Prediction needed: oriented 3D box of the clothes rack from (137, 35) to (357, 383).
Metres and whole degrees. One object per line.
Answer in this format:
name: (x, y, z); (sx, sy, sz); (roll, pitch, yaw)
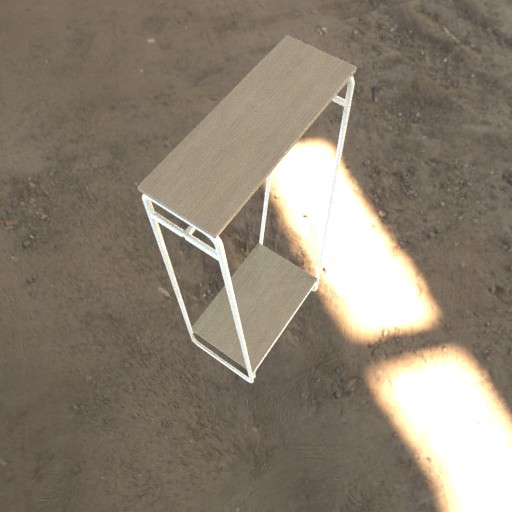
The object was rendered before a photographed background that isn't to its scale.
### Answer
clothes rack: (0.000, 0.000, 1.792); (0.400, 1.512, 0.640); (32, 68, 15)
